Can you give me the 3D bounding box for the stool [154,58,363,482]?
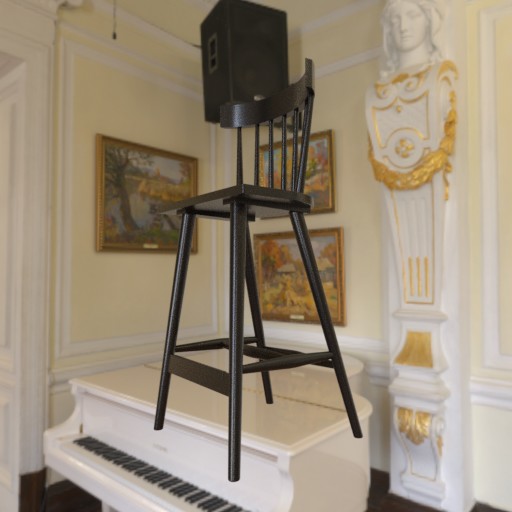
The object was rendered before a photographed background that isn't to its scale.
[{"bbox_3d":[0.000,0.000,1.386,0.483,1.092,0.482,1,-2,-37],"label":"stool"}]
